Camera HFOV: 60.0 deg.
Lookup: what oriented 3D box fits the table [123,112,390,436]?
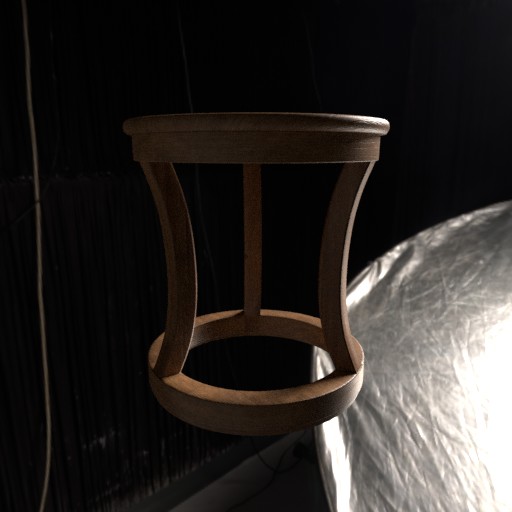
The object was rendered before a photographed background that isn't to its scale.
[{"bbox_3d":[0.000,0.000,0.798,0.432,0.460,0.432,0,13,0],"label":"table"}]
